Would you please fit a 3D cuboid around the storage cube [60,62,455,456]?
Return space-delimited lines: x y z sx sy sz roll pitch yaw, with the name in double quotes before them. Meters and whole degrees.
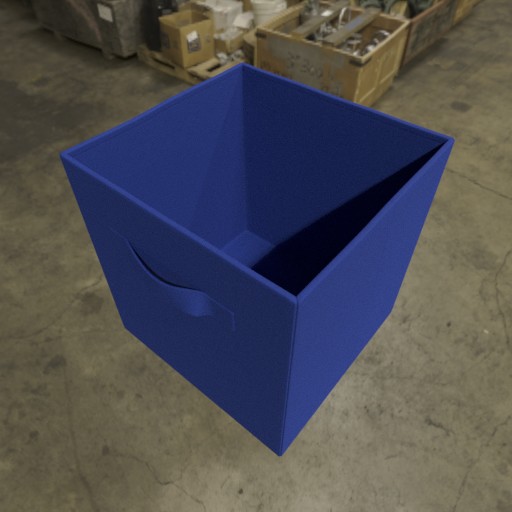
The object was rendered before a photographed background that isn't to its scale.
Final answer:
"storage cube" 0.000 0.000 0.502 0.270 0.280 0.270 31 54 26
